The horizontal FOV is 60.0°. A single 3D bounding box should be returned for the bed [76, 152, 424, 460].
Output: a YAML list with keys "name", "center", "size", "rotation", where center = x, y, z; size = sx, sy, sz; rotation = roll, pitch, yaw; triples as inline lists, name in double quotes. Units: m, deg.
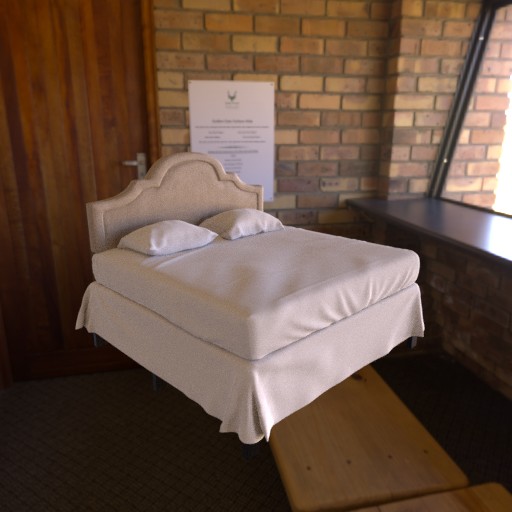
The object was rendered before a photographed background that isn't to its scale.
- name: "bed"
  center: [0.000, 0.000, 3.702]
  size: [2.303, 1.631, 2.222]
  rotation: [-15, 21, -42]
